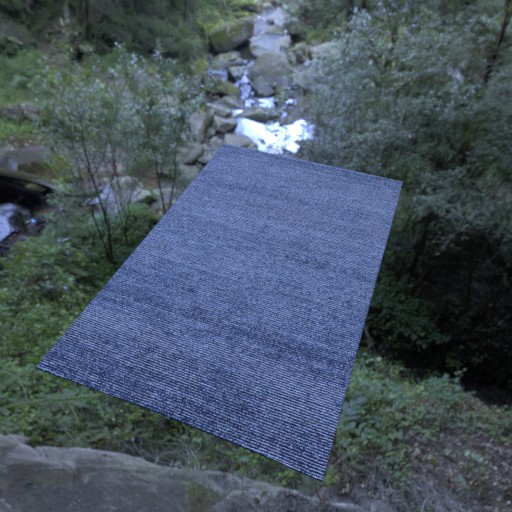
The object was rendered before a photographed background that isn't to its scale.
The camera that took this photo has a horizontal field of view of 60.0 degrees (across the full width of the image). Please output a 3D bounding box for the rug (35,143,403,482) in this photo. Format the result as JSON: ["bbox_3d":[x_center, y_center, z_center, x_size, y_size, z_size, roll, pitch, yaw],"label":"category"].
[{"bbox_3d":[0.000,0.000,2.115,1.135,0.010,1.740,16,47,15],"label":"rug"}]
